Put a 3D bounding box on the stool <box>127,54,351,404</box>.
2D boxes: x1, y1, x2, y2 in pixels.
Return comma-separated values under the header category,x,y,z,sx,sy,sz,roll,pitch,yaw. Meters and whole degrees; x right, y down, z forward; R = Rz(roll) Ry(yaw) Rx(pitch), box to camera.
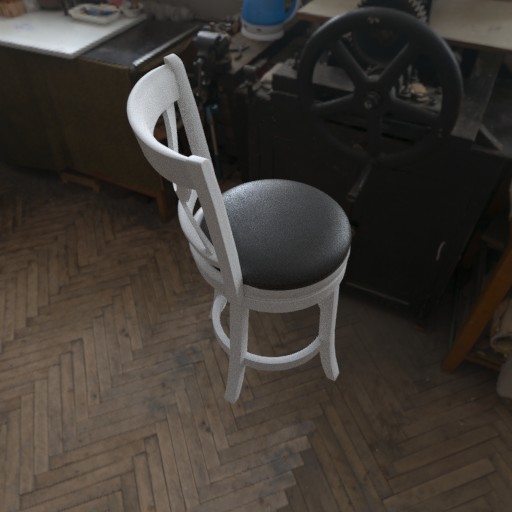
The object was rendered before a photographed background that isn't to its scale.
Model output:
category,x,y,z,sx,sy,sz,roll,pitch,yaw
stool,0.000,0.000,1.227,0.508,0.953,0.444,-10,47,-9
